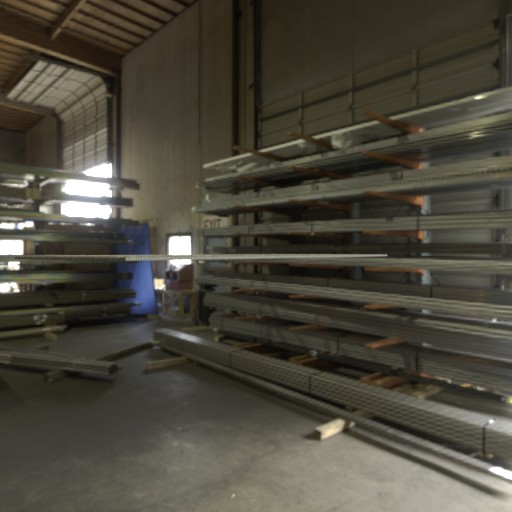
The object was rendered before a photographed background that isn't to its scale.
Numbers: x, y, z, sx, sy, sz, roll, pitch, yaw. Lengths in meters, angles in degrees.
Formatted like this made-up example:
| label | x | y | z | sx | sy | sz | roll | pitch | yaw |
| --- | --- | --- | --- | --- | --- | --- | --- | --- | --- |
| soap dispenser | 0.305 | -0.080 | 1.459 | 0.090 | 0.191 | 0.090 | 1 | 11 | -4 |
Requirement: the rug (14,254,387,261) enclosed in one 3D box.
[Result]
| label | x | y | z | sx | sy | sz | roll | pitch | yaw |
| --- | --- | --- | --- | --- | --- | --- | --- | --- | --- |
| rug | 0.000 | 0.000 | 2.444 | 0.678 | 0.014 | 2.276 | 0 | 1 | 36 |
